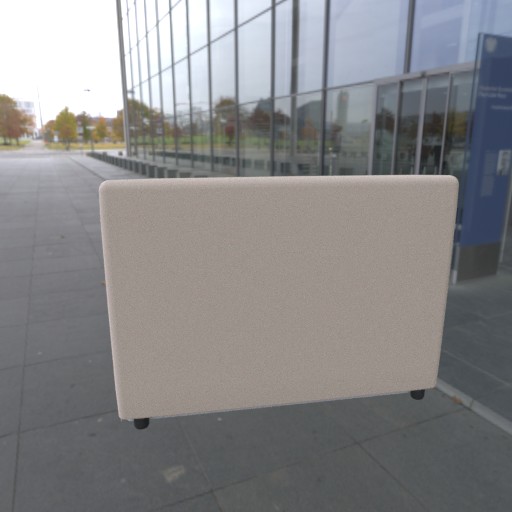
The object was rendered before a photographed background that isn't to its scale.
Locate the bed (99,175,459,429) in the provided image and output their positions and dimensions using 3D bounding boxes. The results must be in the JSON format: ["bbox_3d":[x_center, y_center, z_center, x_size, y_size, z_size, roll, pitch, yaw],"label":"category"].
[{"bbox_3d":[0.000,0.000,3.319,1.884,1.330,2.142,-3,15,-10],"label":"bed"}]
